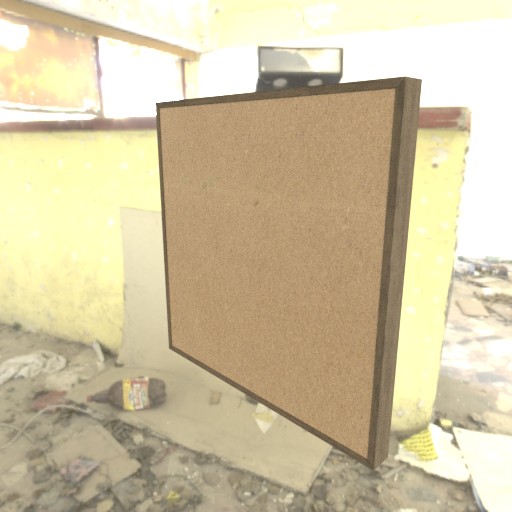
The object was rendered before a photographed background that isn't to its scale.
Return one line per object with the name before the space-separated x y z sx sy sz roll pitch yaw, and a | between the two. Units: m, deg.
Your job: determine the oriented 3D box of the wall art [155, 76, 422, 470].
wall art | 0.000 0.000 0.735 0.038 0.508 0.508 -14 20 -42
